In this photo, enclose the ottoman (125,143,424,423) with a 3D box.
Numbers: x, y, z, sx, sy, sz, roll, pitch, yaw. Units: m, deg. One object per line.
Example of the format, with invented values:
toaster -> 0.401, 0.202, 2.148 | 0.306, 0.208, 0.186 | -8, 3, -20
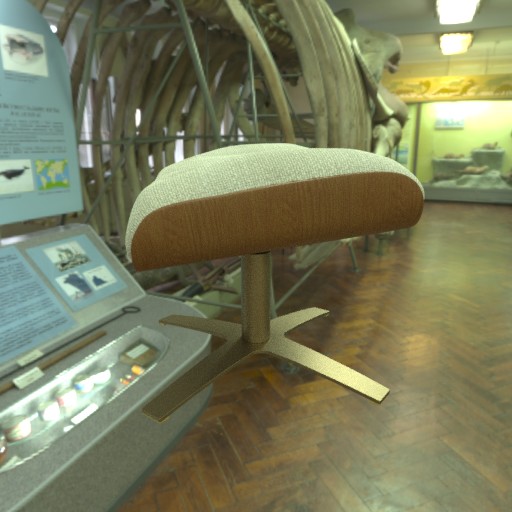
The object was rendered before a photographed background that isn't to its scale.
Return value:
ottoman -> 0.000, 0.000, 0.806 | 0.394, 0.391, 0.520 | -2, 15, -7
